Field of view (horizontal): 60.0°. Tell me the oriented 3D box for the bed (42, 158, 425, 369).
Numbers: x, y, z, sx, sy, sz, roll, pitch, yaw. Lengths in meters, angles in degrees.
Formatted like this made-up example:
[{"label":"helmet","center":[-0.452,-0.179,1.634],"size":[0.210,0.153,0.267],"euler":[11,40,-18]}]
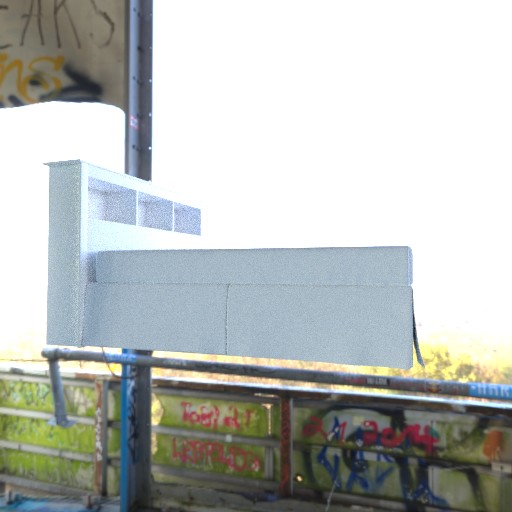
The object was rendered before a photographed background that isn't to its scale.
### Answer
[{"label":"bed","center":[0.000,0.000,3.075],"size":[2.133,1.092,1.671],"euler":[-1,-2,19]}]
